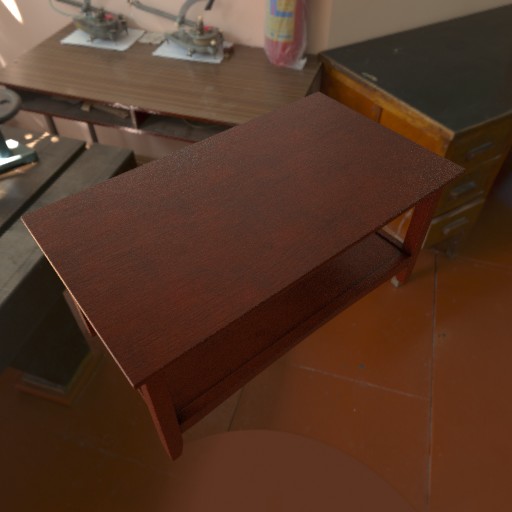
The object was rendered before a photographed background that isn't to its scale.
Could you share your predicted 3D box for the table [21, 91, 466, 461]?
[{"bbox_3d":[0.000,0.000,1.229,0.943,0.456,0.533,-31,54,-25],"label":"table"}]
